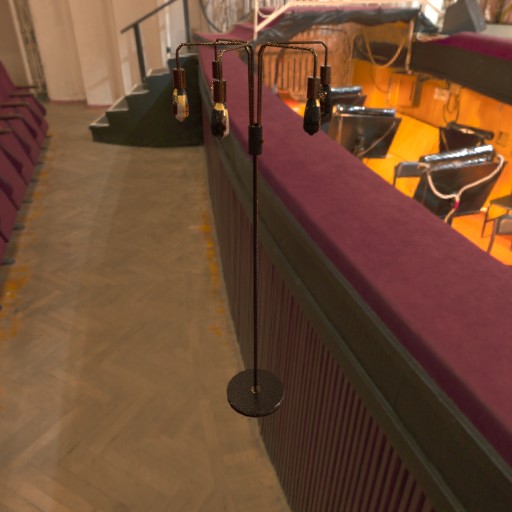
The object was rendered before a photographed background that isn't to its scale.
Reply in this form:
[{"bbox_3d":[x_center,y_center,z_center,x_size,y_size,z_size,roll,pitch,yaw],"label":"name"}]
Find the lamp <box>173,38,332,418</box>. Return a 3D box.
[{"bbox_3d":[0.000,0.000,1.970,0.599,1.721,0.572,-9,31,-15],"label":"lamp"}]
